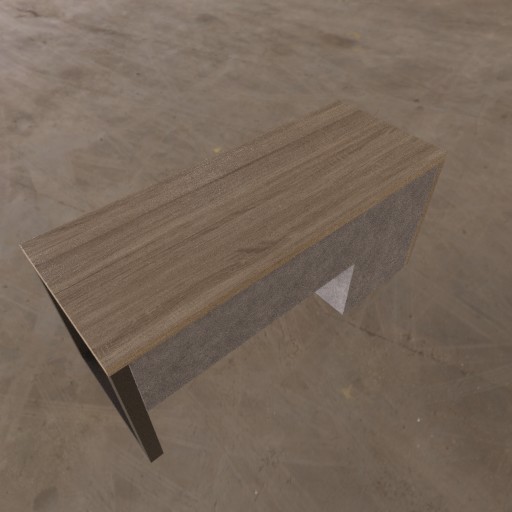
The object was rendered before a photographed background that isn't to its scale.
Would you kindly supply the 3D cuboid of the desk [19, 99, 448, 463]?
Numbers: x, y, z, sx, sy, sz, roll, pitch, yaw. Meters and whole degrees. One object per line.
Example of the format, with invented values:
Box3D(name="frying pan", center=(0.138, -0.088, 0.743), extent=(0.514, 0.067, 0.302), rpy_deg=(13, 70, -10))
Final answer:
Box3D(name="desk", center=(0.000, 0.000, 2.086), extent=(1.700, 0.760, 0.690), rpy_deg=(-31, 54, -27))
